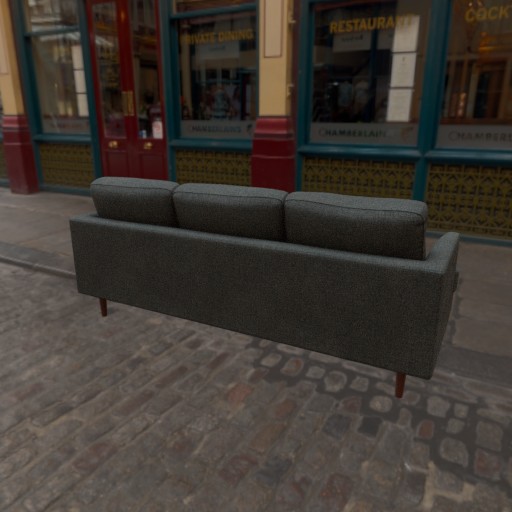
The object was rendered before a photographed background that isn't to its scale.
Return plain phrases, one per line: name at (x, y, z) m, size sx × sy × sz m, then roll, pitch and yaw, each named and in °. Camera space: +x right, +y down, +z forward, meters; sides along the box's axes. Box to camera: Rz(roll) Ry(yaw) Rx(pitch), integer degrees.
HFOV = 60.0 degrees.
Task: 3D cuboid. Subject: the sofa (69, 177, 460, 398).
sofa at (0.000, 0.000, 2.728) m, size 2.246 × 0.930 × 0.903 m, roll 9°, pitch 19°, yaw 27°
